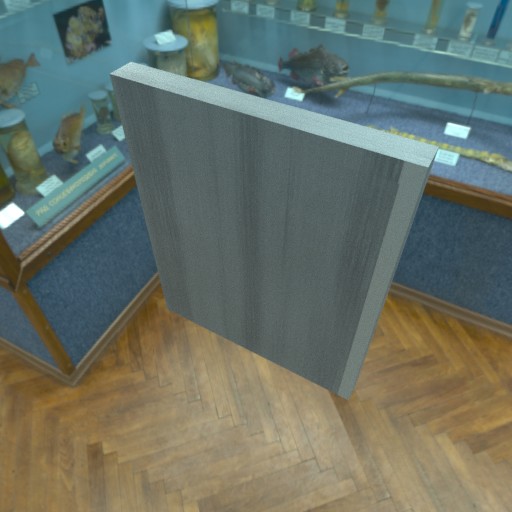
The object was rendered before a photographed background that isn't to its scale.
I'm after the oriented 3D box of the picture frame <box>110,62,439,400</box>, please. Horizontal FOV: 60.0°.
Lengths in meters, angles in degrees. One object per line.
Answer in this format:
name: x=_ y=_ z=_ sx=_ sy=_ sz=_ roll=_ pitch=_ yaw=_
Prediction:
picture frame: x=0.000 y=0.000 z=0.764 sx=0.449 sy=0.555 sz=0.046 roll=23 pitch=51 yaw=20
